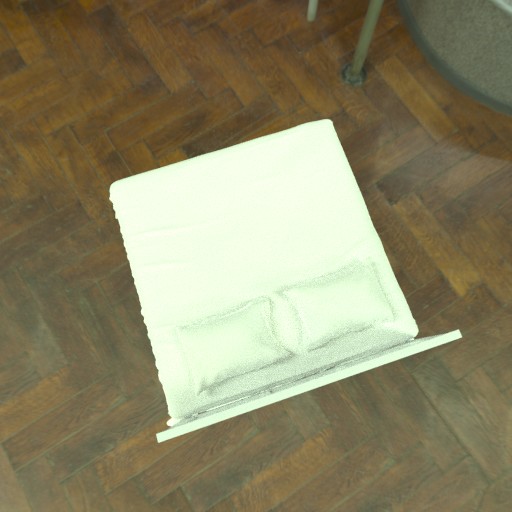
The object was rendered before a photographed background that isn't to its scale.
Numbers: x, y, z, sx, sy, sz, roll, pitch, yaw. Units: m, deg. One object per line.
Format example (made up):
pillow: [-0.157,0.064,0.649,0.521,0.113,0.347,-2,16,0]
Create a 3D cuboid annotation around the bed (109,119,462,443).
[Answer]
bed: [0.000,0.000,3.605,2.317,1.273,2.215,-18,76,-4]
